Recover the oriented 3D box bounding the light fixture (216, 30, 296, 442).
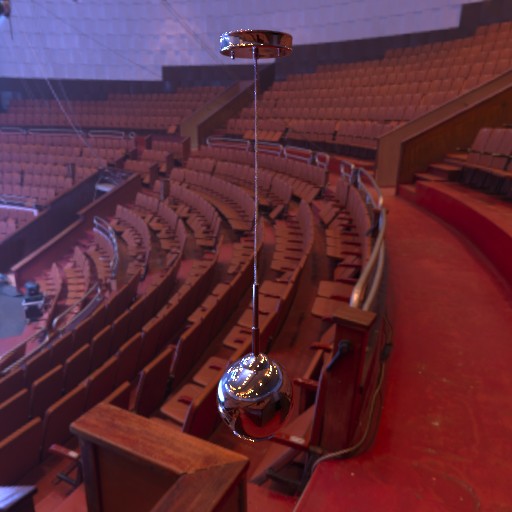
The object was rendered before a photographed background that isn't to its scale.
[{"bbox_3d":[0.000,0.000,1.713,0.336,1.538,0.336,8,18,26],"label":"light fixture"}]
